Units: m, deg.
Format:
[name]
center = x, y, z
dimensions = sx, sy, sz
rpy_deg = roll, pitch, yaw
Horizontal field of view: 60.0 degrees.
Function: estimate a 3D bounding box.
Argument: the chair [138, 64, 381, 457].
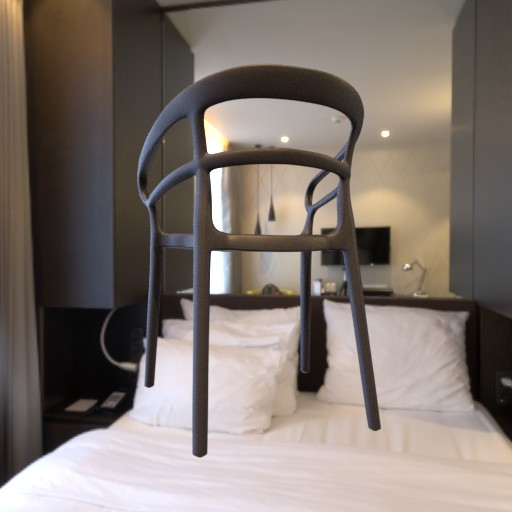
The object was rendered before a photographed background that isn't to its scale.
[chair]
center = 0.000, 0.000, 1.135
dimensions = 0.559, 0.761, 0.527
rpy_deg = 0, 1, -19
